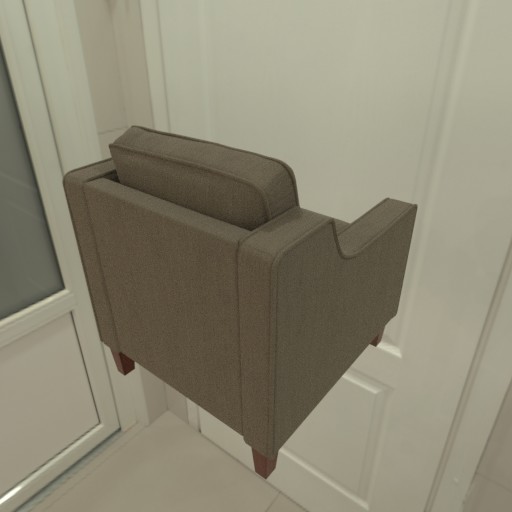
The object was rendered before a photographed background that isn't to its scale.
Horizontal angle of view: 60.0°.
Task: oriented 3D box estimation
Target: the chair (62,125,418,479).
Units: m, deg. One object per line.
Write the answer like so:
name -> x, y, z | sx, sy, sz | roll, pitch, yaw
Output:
chair -> 0.000, 0.000, 1.626 | 0.831, 0.960, 0.909 | 22, 36, 33
